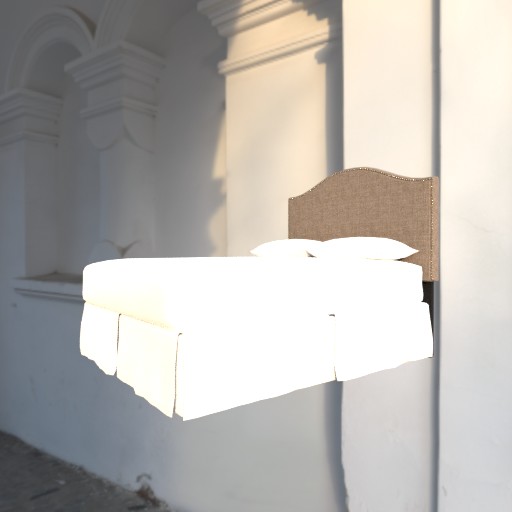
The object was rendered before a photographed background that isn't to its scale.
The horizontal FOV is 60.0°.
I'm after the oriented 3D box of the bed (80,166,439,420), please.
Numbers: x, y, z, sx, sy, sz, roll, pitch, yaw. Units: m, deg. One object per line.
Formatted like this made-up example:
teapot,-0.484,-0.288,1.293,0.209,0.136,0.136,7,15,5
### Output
bed,0.000,0.000,3.287,2.153,1.518,1.713,0,1,-36
